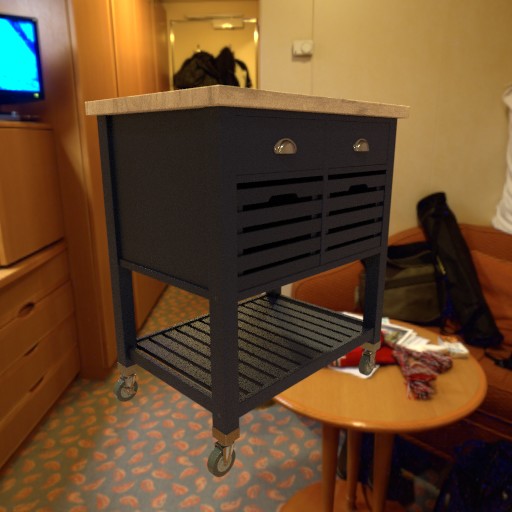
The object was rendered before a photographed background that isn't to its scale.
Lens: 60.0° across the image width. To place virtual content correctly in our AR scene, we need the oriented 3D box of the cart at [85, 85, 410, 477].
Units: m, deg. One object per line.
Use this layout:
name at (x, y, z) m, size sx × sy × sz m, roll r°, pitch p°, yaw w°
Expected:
cart at (0.000, 0.000, 1.418) m, size 0.567 × 0.920 × 0.797 m, roll 14°, pitch 20°, yaw 43°
